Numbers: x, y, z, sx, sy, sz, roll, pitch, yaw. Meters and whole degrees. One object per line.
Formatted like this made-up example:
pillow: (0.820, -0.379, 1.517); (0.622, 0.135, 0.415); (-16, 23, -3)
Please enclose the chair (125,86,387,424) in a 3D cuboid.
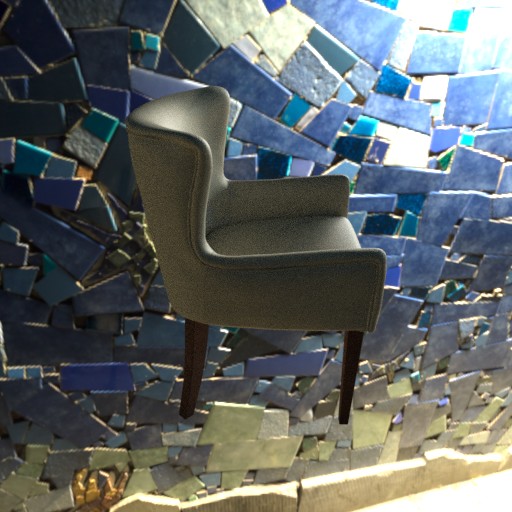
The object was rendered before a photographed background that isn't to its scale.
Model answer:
chair: (0.000, 0.000, 1.441); (0.686, 0.952, 0.660); (1, 30, 1)
